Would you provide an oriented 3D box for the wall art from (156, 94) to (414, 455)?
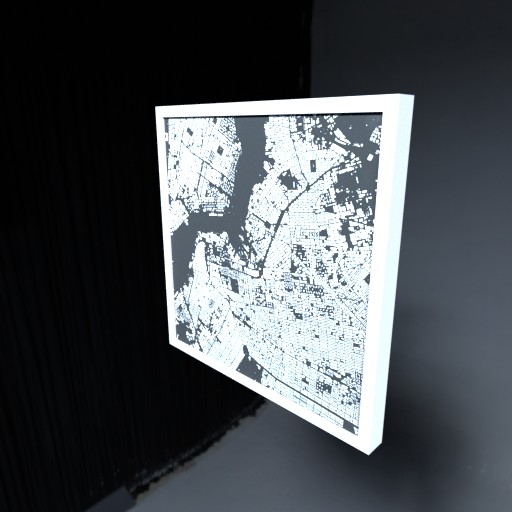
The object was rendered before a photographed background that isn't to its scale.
[{"bbox_3d":[0.000,0.000,0.771,0.506,0.506,0.038,15,22,42],"label":"wall art"}]
